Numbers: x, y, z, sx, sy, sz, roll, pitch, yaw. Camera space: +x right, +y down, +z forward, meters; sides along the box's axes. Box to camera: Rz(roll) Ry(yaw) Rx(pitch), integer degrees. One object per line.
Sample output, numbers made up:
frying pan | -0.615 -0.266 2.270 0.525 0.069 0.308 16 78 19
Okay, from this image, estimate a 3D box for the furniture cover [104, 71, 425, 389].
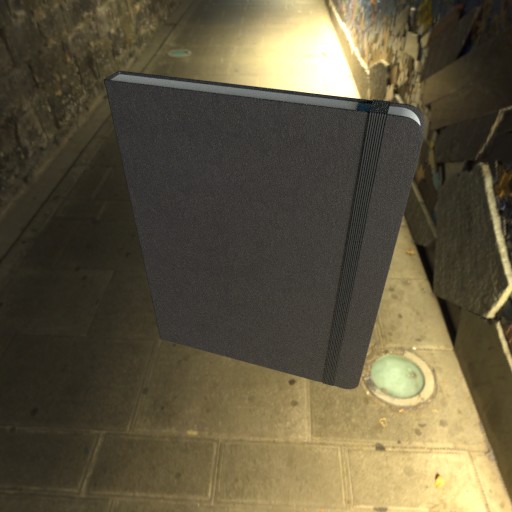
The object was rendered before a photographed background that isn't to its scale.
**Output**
furniture cover | 0.000 0.000 0.379 0.216 0.281 0.023 12 42 14
